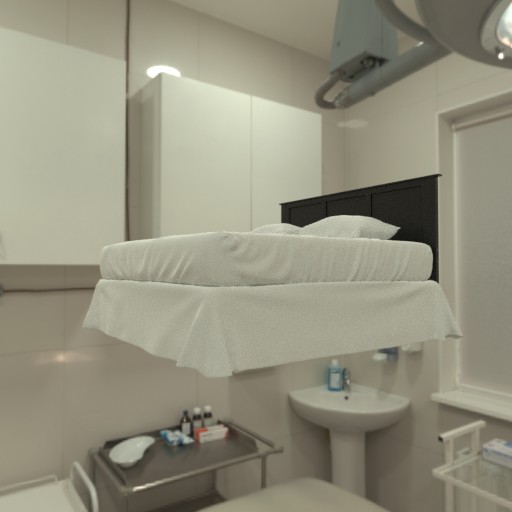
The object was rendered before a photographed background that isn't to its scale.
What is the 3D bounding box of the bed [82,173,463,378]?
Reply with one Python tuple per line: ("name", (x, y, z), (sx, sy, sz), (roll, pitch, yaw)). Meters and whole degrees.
("bed", (0.000, 0.000, 3.616), (2.219, 1.271, 2.315), (1, -2, -35))
